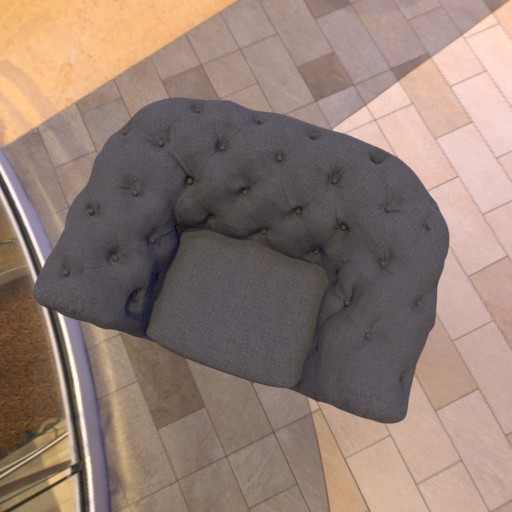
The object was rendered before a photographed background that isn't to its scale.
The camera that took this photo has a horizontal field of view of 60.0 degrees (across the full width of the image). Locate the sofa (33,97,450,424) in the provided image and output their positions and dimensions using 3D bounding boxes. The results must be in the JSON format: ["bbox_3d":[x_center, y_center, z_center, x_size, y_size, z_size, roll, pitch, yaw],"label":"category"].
[{"bbox_3d":[0.000,0.000,1.960,1.405,0.878,1.032,18,77,4],"label":"sofa"}]
